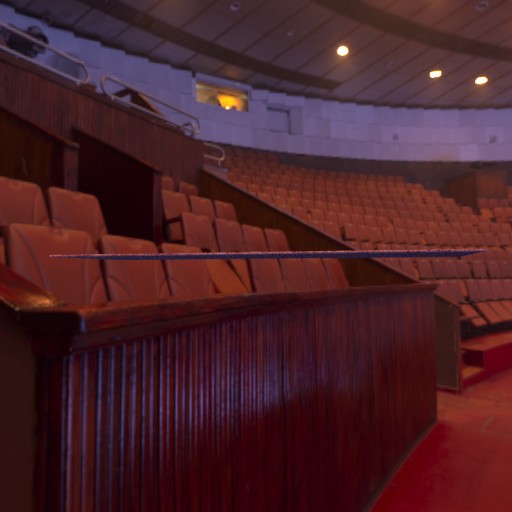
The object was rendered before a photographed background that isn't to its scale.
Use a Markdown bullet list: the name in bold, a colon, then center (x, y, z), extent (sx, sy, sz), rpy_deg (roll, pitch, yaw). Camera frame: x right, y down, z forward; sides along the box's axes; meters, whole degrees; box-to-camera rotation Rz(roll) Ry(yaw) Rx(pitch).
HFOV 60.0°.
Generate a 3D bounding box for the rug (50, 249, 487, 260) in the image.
- **rug**: center (0.000, 0.000, 2.732), extent (2.435, 0.011, 0.750), rpy_deg (-1, -2, 17)
